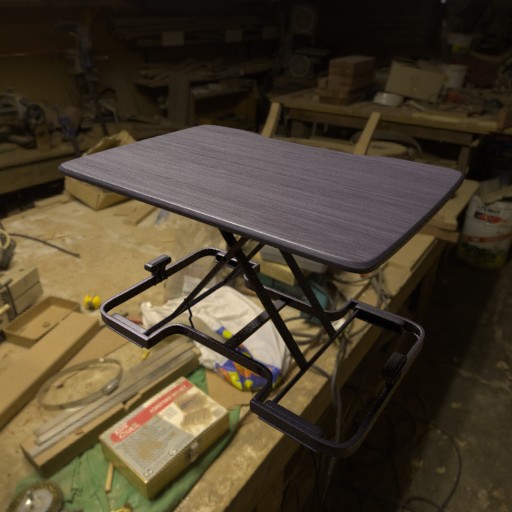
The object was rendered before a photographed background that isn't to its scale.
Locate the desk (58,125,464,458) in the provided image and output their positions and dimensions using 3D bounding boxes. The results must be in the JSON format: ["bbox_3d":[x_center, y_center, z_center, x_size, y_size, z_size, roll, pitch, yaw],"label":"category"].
[{"bbox_3d":[0.000,0.000,1.144,0.820,0.470,0.546,20,35,32],"label":"desk"}]
